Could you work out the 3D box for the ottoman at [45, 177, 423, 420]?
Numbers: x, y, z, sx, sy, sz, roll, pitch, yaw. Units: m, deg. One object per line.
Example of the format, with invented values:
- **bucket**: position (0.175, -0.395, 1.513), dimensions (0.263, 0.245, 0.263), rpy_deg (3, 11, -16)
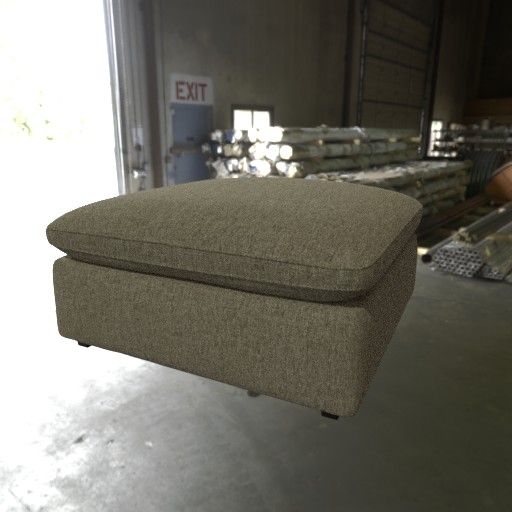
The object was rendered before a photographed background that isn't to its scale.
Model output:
- **ottoman**: position (0.000, 0.000, 1.627), dimensions (1.039, 0.526, 1.035), rpy_deg (8, 17, 26)
